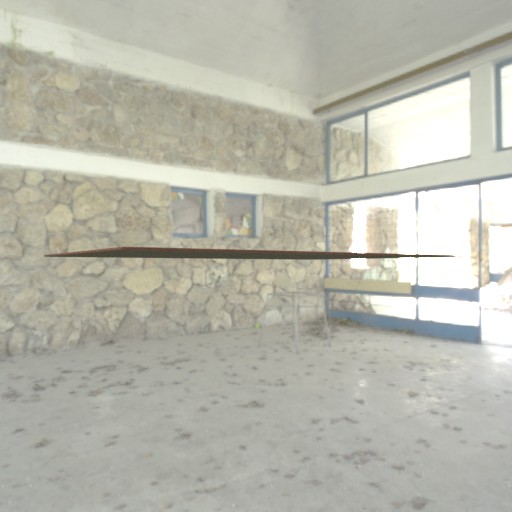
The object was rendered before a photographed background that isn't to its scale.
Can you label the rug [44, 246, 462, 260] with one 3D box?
[{"bbox_3d":[0.000,0.000,2.324,1.829,0.010,1.219,1,-2,-35],"label":"rug"}]
